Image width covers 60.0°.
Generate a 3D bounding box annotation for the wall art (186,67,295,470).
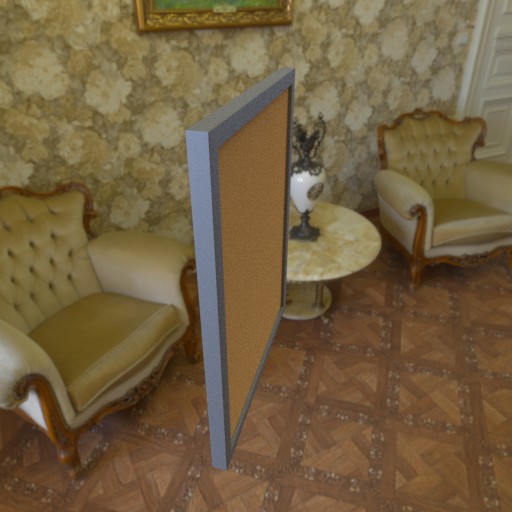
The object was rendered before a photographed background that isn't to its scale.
[{"bbox_3d":[0.000,0.000,0.781,0.029,0.558,0.458,8,32,13],"label":"wall art"}]
